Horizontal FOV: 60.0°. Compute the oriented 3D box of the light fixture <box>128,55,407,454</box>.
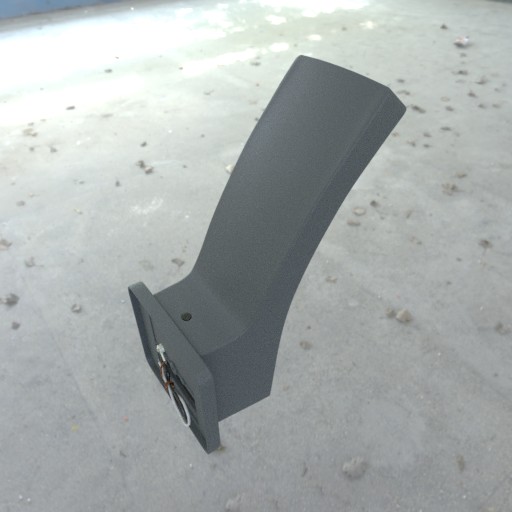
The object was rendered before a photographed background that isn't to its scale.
[{"bbox_3d":[0.000,0.000,0.325,0.174,0.243,0.108,-25,46,-27],"label":"light fixture"}]
